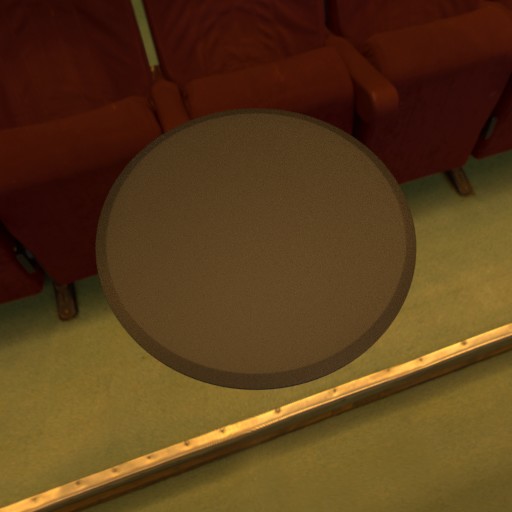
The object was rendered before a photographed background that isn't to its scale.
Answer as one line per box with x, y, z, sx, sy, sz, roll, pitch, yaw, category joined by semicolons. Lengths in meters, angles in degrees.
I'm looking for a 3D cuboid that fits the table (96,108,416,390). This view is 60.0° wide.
0.000;0.000;1.428;0.900;0.400;0.900;0;63;0;table
